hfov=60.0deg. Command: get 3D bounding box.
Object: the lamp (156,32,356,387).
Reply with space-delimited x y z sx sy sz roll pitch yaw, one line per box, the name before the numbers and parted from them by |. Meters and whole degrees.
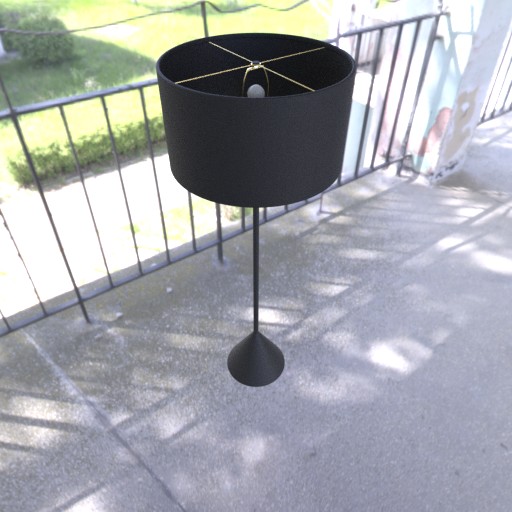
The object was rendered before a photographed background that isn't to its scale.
lamp | 0.000 0.000 1.800 0.580 1.526 0.580 -25 47 -26
